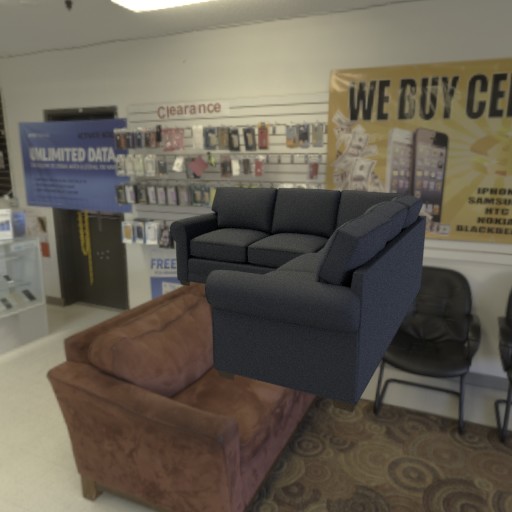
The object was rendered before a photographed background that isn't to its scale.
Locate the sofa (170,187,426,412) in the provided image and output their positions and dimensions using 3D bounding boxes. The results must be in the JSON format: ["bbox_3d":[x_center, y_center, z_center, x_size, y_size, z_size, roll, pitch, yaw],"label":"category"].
[{"bbox_3d":[0.000,0.000,3.902,2.487,1.042,2.562,7,14,27],"label":"sofa"}]
